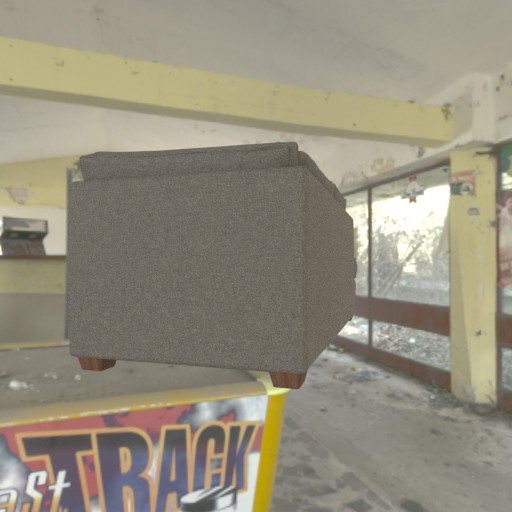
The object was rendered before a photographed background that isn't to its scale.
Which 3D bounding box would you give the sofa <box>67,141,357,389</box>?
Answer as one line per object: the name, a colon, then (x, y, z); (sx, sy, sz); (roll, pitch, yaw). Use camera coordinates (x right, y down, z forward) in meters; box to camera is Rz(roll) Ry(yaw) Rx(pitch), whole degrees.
sofa: (0.000, 0.000, 2.833); (1.110, 1.033, 2.237); (0, -1, 17)
